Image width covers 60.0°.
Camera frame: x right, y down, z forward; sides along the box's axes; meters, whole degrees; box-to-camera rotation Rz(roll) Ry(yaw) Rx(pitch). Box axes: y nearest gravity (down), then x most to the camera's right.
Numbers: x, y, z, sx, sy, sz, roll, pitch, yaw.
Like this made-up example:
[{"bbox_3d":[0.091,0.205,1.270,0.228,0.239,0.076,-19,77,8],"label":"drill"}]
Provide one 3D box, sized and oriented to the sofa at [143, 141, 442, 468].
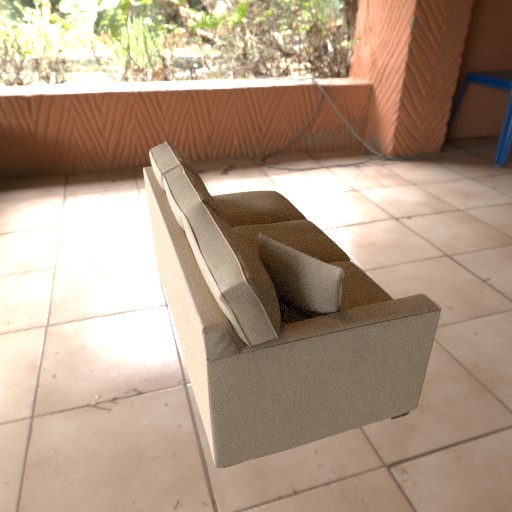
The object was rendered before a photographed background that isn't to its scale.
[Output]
[{"bbox_3d":[0.000,0.000,2.582,1.034,0.946,1.962,-9,30,-16],"label":"sofa"}]
